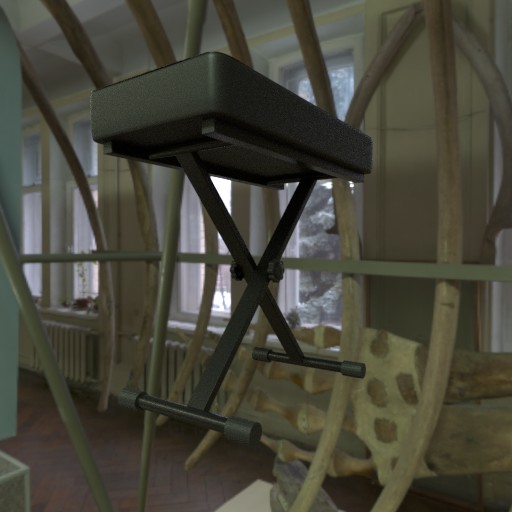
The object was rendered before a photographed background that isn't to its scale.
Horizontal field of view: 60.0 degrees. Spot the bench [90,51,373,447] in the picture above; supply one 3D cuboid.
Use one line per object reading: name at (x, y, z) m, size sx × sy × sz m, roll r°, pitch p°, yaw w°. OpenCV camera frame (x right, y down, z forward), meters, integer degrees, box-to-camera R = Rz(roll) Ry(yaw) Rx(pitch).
bench at (0.000, 0.000, 0.920) m, size 0.300 × 0.561 × 0.600 m, roll 0°, pitch 1°, yaw 35°
